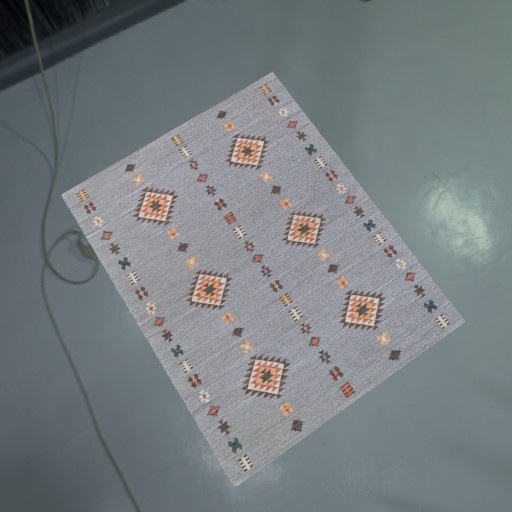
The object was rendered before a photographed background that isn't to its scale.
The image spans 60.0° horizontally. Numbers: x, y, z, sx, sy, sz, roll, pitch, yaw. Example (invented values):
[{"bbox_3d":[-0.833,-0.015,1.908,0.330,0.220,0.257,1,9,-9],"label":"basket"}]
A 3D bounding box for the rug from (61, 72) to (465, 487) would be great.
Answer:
[{"bbox_3d":[0.000,0.000,4.059,2.425,0.008,3.035,-33,78,-8],"label":"rug"}]
